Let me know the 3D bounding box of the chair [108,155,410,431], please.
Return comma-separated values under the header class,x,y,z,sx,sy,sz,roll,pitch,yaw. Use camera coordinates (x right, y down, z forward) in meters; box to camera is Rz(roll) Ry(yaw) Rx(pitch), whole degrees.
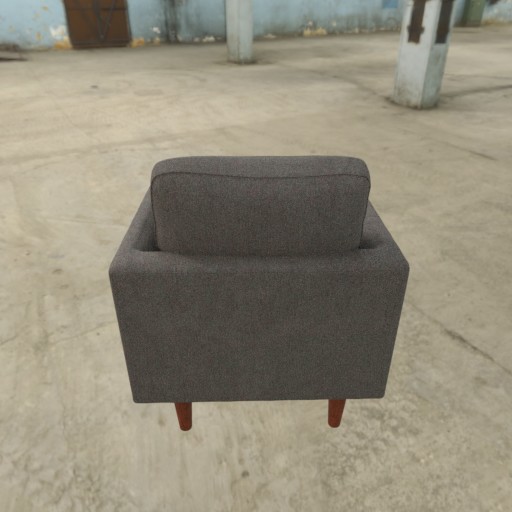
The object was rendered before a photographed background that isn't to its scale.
class,x,y,z,sx,sy,sz,roll,pitch,yaw
chair,0.000,0.000,1.669,0.858,0.957,0.899,-1,30,-1
